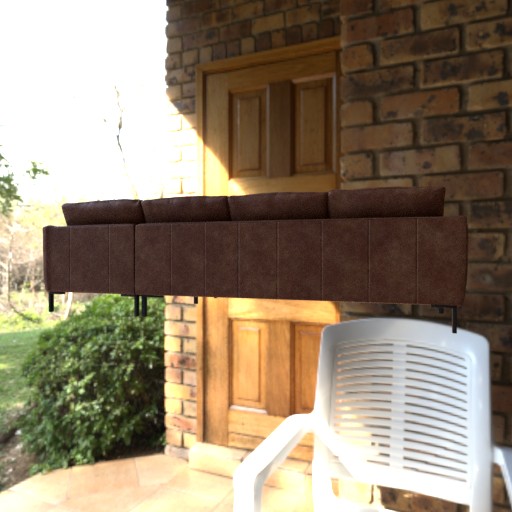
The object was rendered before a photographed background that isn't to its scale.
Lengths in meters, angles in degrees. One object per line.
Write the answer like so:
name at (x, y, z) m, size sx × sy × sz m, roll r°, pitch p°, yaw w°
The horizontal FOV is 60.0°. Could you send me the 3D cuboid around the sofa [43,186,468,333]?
sofa at (0.000, 0.000, 3.613) m, size 2.993 × 0.859 × 1.471 m, roll 0°, pitch 0°, yaw 19°
